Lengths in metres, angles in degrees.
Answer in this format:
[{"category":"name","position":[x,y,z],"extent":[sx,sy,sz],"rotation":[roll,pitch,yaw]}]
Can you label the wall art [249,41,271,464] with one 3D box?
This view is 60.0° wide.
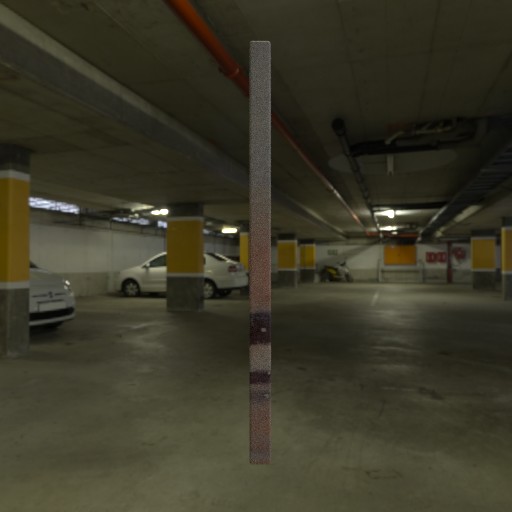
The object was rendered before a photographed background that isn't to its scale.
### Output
[{"category":"wall art","position":[0.000,0.000,1.302],"extent":[0.038,0.763,1.015],"rotation":[0,-1,-1]}]
